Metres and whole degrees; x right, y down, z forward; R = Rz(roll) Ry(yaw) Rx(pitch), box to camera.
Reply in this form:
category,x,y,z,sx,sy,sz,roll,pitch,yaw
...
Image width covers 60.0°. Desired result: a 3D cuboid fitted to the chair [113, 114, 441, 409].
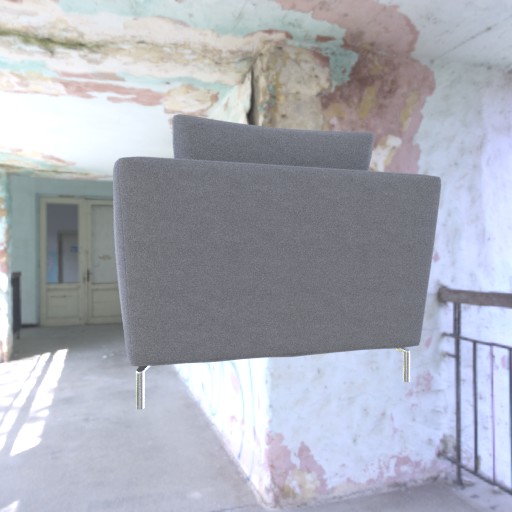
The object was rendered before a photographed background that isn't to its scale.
category,x,y,z,sx,sy,sz,roll,pitch,yaw
chair,0.000,0.000,1.700,1.041,0.864,0.889,0,0,-17
